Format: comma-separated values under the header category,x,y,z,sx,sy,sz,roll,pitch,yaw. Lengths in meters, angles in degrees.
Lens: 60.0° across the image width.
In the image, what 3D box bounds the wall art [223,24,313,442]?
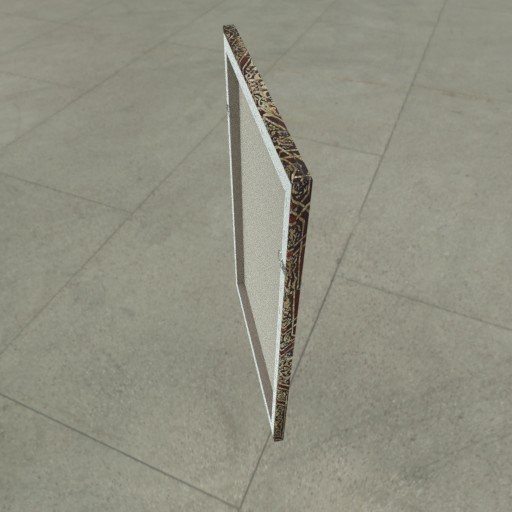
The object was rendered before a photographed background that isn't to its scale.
category,x,y,z,sx,sy,sz,roll,pitch,yaw
wall art,0.000,0.000,1.130,0.030,0.904,0.599,-9,47,-8
